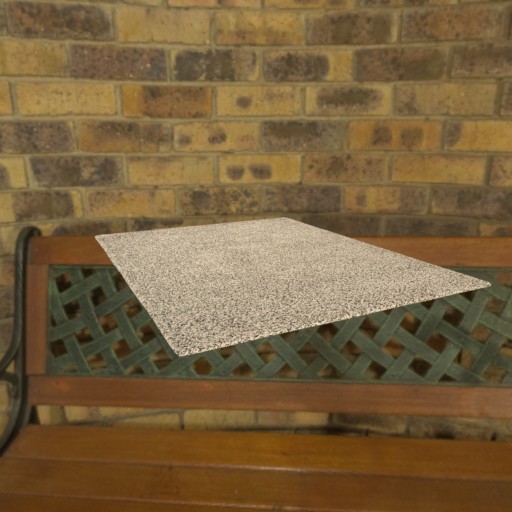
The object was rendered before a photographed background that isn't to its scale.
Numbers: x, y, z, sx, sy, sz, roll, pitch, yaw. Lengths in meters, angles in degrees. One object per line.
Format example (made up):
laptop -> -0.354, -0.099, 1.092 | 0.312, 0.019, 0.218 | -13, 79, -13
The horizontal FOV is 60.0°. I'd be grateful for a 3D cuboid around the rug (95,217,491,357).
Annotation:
rug -> 0.000, 0.000, 4.097 | 2.438, 0.029, 3.047 | -8, 17, -26
